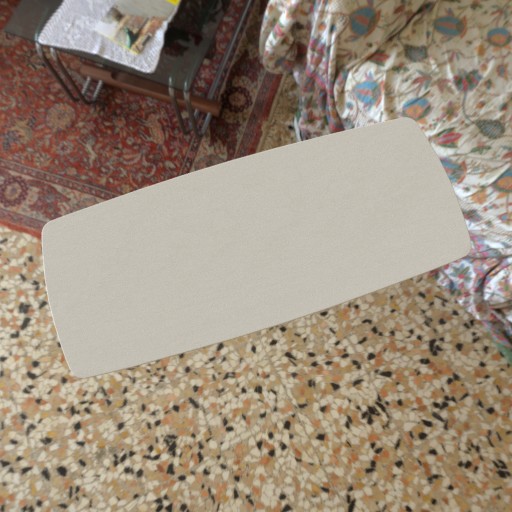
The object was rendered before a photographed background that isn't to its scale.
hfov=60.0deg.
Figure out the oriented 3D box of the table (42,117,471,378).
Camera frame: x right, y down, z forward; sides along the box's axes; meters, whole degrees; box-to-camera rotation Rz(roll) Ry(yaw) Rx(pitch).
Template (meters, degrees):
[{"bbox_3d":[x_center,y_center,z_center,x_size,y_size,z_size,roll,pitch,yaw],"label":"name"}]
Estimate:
[{"bbox_3d":[0.000,0.000,1.637,1.334,0.474,0.561,-17,77,-4],"label":"table"}]
